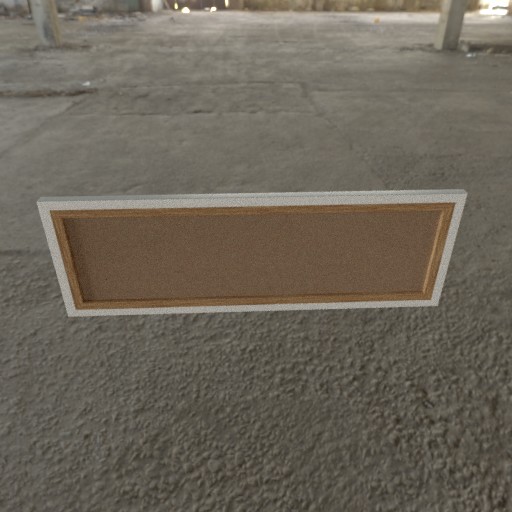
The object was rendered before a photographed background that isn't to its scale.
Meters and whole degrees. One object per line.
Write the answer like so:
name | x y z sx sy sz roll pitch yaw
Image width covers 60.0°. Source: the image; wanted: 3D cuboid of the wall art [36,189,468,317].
wall art | 0.000 0.000 1.708 1.520 0.507 0.044 -1 31 -2
